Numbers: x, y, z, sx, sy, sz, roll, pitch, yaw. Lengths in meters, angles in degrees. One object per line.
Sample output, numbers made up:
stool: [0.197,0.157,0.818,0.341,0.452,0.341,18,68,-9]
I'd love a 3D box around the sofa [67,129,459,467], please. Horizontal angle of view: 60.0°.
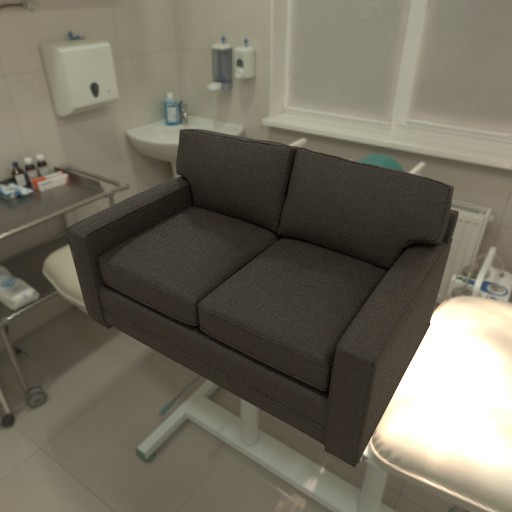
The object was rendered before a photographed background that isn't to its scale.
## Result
sofa: [0.000,0.000,2.112,1.534,0.887,0.974,20,37,29]
